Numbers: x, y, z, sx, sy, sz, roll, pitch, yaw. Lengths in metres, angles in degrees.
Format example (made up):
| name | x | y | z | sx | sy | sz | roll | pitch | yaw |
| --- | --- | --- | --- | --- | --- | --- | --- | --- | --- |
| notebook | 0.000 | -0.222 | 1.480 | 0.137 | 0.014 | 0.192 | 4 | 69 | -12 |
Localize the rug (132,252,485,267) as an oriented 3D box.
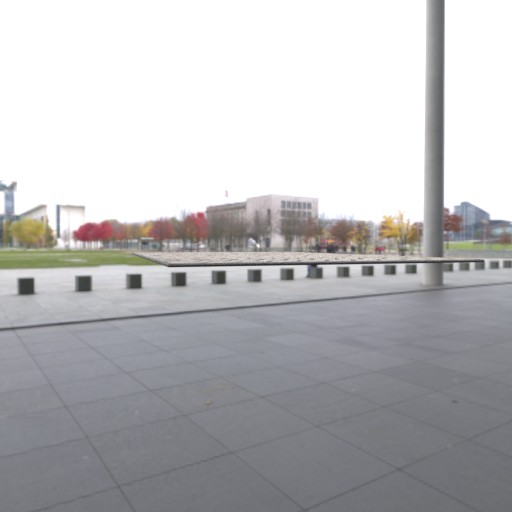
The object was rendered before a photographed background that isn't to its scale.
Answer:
| name | x | y | z | sx | sy | sz | roll | pitch | yaw |
| --- | --- | --- | --- | --- | --- | --- | --- | --- | --- |
| rug | 0.000 | 0.000 | 3.059 | 1.524 | 0.015 | 2.438 | 0 | 2 | -19 |
